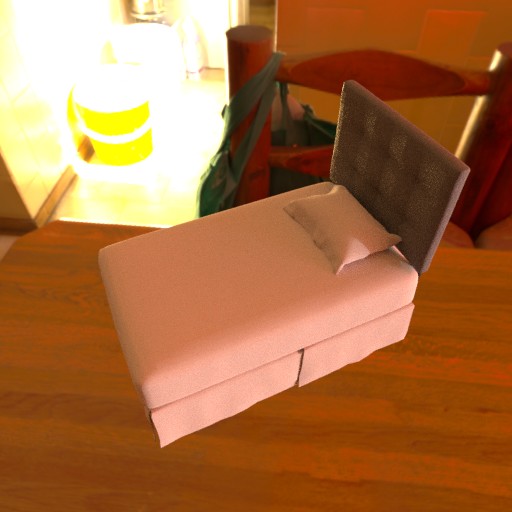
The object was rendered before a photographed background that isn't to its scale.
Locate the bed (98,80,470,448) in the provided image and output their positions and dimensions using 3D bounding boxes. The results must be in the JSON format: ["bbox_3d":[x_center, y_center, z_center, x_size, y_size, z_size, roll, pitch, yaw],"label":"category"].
[{"bbox_3d":[0.000,0.000,2.953,1.997,1.571,1.261,-18,50,-16],"label":"bed"}]
